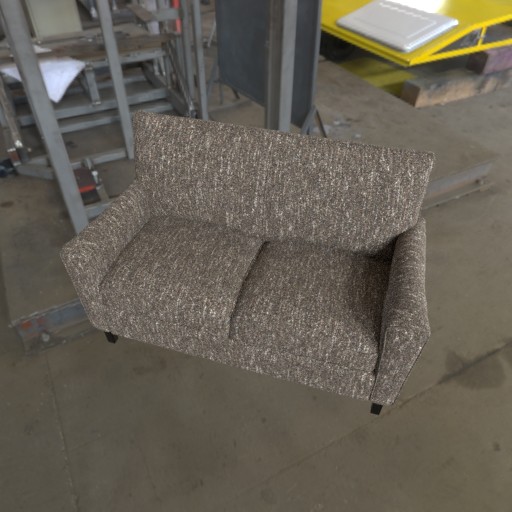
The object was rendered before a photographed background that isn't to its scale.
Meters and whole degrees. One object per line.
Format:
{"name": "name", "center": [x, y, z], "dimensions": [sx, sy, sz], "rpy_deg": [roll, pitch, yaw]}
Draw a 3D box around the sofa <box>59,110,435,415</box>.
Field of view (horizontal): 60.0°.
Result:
{"name": "sofa", "center": [0.000, 0.000, 2.091], "dimensions": [1.519, 0.946, 0.801], "rpy_deg": [12, 44, 12]}
